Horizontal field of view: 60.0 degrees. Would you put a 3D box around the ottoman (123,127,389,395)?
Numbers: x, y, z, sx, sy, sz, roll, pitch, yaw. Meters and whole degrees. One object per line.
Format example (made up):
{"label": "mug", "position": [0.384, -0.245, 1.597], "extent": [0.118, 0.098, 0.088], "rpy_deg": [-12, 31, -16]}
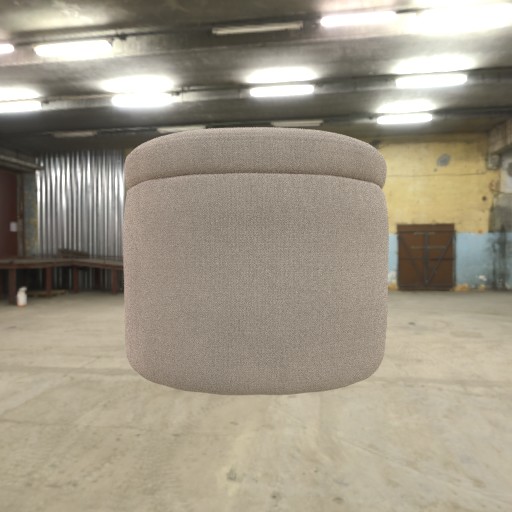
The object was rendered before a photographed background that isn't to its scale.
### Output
{"label": "ottoman", "position": [0.000, 0.000, 0.868], "extent": [0.497, 0.409, 0.497], "rpy_deg": [0, 1, 0]}
